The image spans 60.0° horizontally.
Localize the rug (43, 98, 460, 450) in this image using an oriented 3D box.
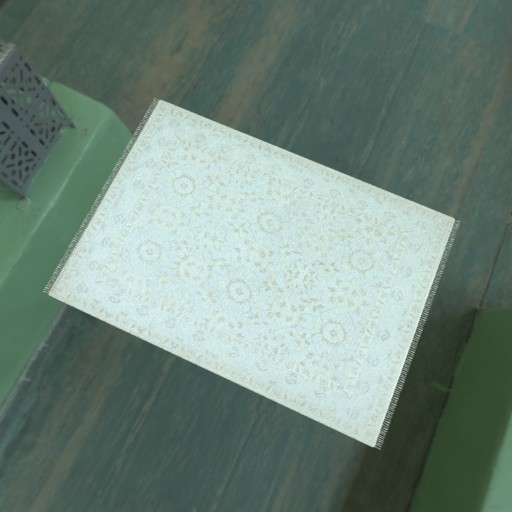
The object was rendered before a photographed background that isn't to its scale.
[{"bbox_3d":[0.000,0.000,2.817,2.233,0.011,1.514,23,77,6],"label":"rug"}]
